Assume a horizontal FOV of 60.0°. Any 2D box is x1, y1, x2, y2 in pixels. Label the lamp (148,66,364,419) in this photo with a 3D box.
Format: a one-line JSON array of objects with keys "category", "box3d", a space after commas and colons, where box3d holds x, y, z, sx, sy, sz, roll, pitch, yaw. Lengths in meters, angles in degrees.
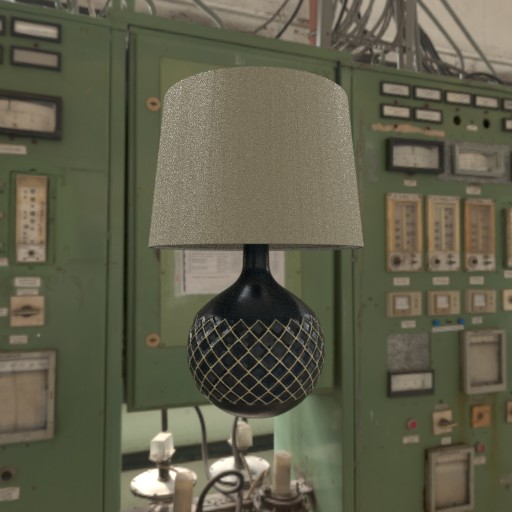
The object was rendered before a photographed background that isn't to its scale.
[{"category": "lamp", "box3d": [0.000, 0.000, 0.795, 0.376, 0.540, 0.376, 0, -1, 0]}]
